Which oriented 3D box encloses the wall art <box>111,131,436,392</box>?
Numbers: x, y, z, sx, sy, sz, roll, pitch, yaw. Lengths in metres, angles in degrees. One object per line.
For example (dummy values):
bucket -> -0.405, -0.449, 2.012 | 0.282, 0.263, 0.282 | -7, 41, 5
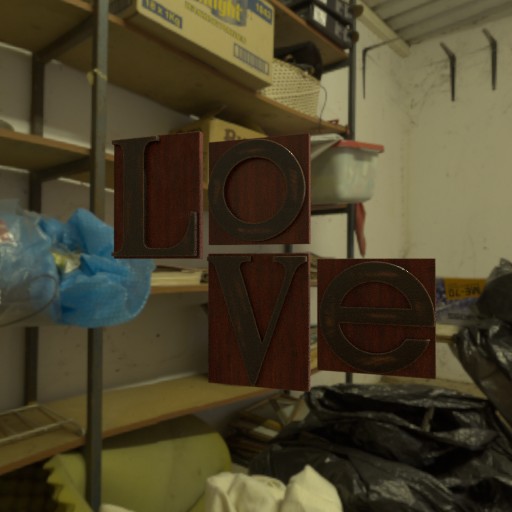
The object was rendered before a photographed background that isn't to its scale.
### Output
wall art -> 0.000, 0.000, 0.844 | 0.635, 0.497, 0.030 | 0, -1, 18
